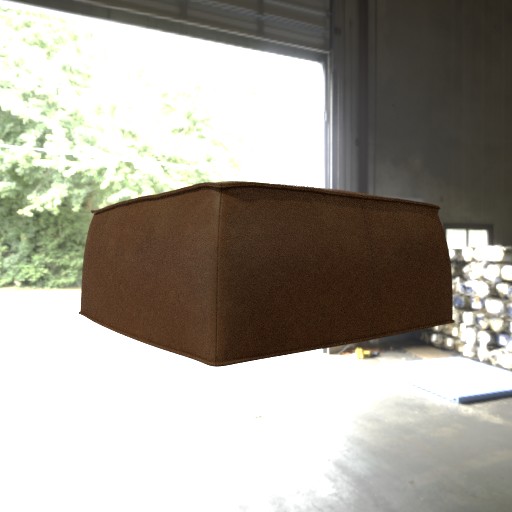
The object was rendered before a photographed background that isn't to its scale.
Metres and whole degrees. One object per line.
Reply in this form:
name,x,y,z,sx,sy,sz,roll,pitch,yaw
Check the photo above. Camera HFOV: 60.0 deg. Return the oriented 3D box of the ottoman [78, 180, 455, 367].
ottoman,0.000,0.000,1.402,0.901,0.395,0.902,-1,1,-37
